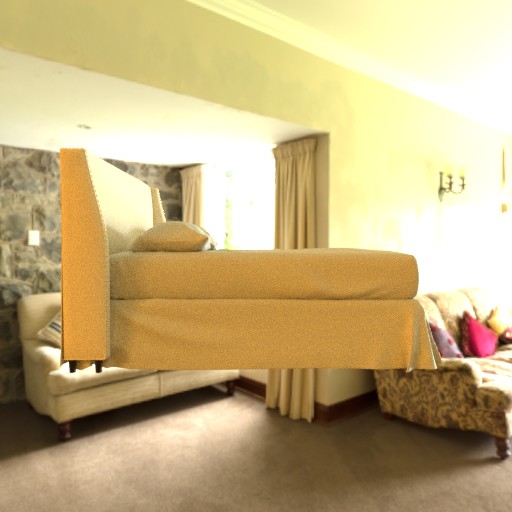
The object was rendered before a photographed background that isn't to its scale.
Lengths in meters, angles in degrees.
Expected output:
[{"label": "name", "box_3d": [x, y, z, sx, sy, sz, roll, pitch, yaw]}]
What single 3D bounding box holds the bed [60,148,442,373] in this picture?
[{"label": "bed", "box_3d": [0.000, 0.000, 3.492, 2.276, 1.332, 1.925, 0, 1, 0]}]
